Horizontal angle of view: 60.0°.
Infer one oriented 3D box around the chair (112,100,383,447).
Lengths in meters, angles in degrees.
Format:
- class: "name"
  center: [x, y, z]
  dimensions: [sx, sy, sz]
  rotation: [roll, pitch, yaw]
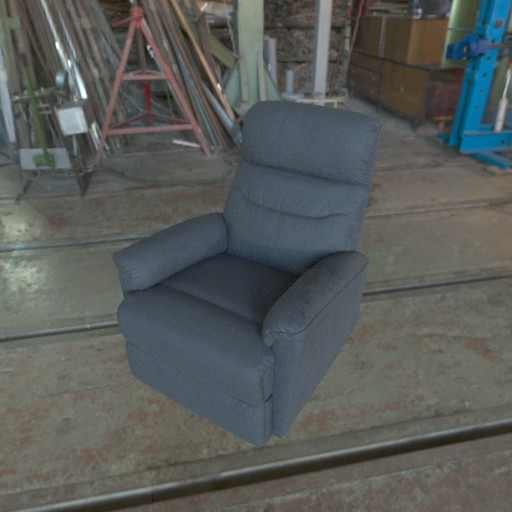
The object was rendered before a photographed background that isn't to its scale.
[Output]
- class: "chair"
  center: [0.000, 0.000, 1.787]
  dimensions: [0.820, 1.037, 1.004]
  rotation: [18, 35, 28]
